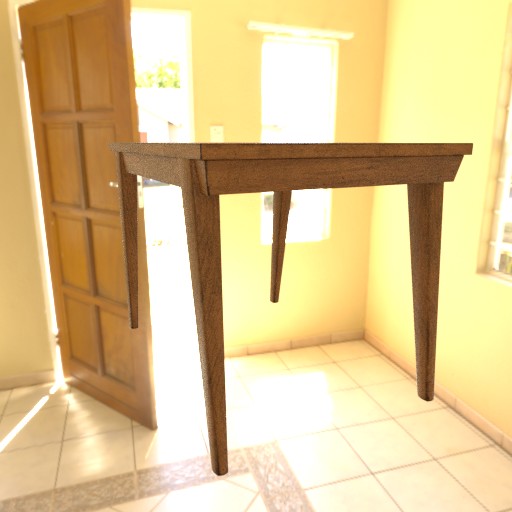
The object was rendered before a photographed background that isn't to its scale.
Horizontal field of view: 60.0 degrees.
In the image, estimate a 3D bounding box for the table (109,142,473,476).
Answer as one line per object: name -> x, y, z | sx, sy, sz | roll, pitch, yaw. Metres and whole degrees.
table -> 0.000, 0.000, 1.534 | 0.757, 0.760, 1.027 | -7, 16, -26
